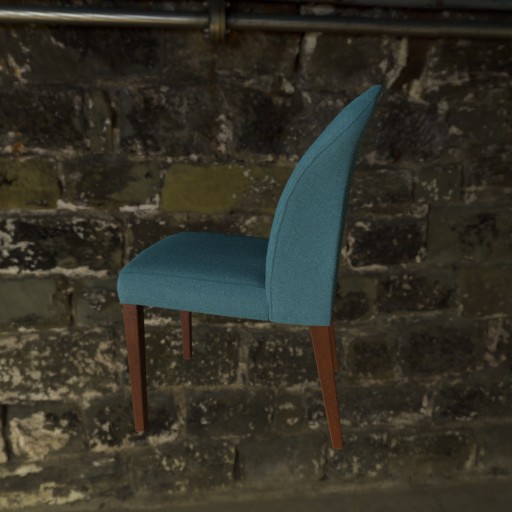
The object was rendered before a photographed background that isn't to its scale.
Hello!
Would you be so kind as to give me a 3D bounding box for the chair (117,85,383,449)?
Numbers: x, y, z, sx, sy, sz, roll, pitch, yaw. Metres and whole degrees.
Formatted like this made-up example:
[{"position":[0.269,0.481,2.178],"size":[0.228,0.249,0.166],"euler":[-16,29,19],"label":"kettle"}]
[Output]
[{"position":[0.000,0.000,1.238],"size":[0.620,0.879,0.507],"euler":[2,14,8],"label":"chair"}]
